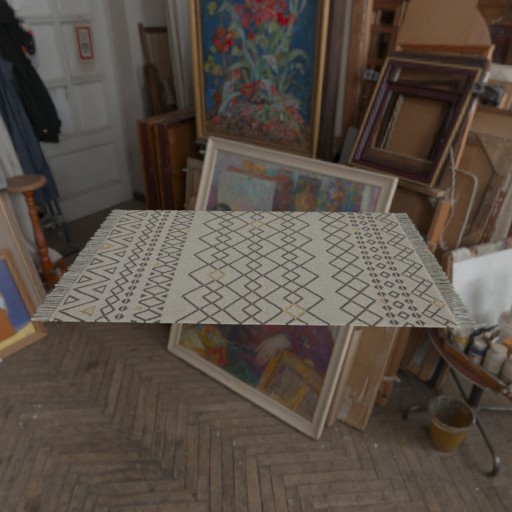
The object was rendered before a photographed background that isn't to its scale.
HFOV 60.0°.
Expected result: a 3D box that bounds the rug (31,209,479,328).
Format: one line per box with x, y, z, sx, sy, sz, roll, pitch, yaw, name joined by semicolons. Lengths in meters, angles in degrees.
0.000;0.000;3.056;2.472;0.035;1.495;1;30;1;rug
